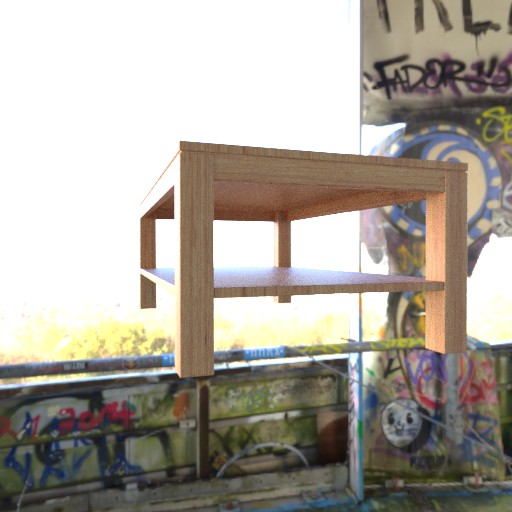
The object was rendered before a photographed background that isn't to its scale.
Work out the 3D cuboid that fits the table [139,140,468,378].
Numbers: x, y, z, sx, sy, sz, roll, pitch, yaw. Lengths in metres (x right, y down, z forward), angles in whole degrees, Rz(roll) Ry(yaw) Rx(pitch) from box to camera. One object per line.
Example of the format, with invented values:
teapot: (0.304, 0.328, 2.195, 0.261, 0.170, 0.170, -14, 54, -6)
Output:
table: (0.000, 0.000, 1.503, 0.695, 0.457, 1.146, 0, 1, -19)
